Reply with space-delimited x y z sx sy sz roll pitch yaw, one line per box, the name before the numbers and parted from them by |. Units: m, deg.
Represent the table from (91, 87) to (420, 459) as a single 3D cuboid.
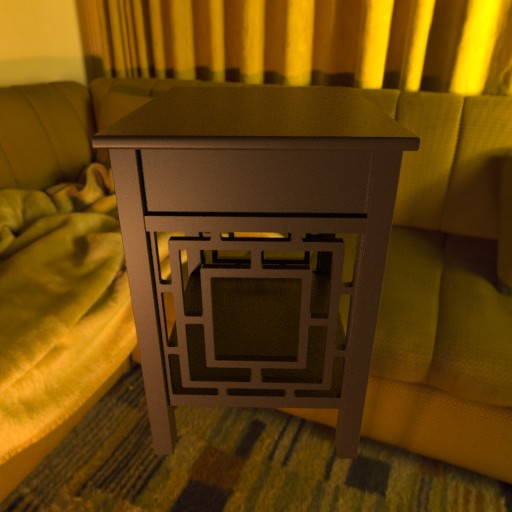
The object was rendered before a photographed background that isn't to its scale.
table | 0.000 0.000 0.987 0.451 0.646 0.564 1 27 1
